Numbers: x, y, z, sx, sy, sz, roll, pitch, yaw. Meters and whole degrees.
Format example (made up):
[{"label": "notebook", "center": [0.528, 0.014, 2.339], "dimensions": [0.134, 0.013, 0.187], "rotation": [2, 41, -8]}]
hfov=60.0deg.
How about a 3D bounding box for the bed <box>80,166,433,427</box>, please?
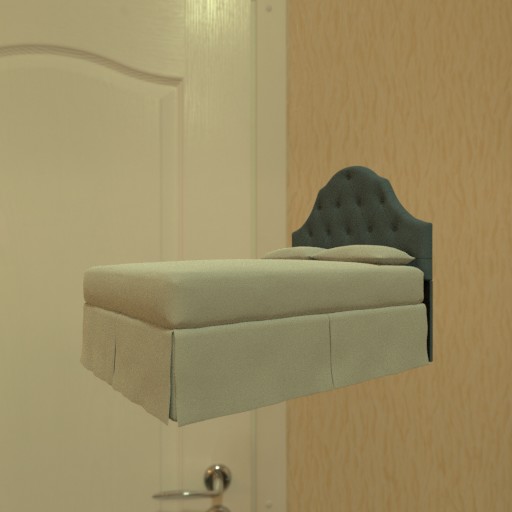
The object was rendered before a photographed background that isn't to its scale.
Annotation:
[{"label": "bed", "center": [0.000, 0.000, 3.285], "dimensions": [2.155, 1.575, 1.636], "rotation": [0, 0, -36]}]
